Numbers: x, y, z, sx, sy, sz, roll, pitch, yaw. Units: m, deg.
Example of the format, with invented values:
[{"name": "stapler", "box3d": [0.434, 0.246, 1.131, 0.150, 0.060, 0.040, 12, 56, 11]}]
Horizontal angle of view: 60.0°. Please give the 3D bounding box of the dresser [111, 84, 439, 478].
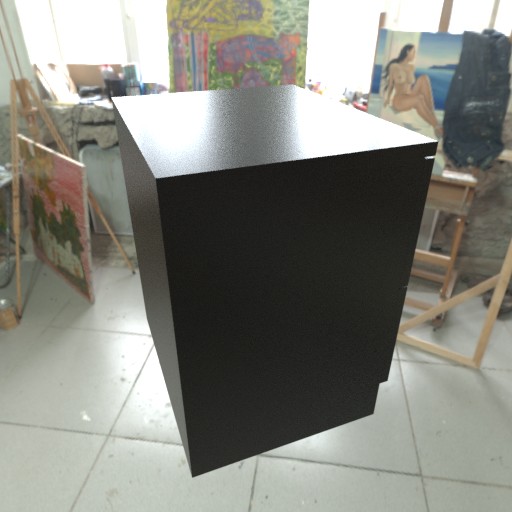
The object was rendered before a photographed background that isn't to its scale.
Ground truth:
[{"name": "dresser", "box3d": [0.000, 0.000, 0.754, 0.360, 0.470, 0.400, -11, 33, -18]}]
